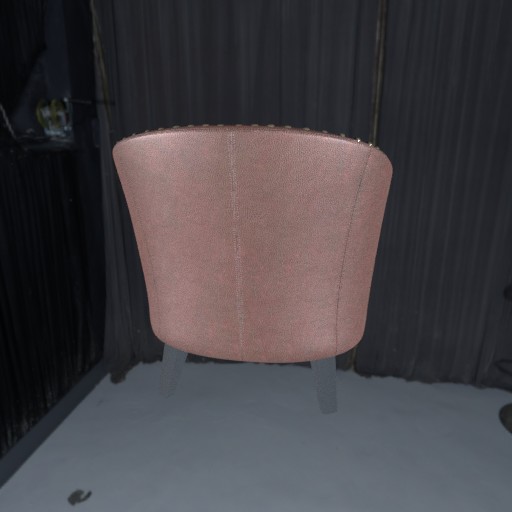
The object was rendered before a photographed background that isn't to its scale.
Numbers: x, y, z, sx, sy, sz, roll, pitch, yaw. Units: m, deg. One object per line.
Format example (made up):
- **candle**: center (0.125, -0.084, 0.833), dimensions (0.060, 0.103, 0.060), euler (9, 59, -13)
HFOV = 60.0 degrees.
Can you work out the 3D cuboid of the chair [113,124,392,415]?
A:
- **chair**: center (0.000, 0.000, 1.437), dimensions (0.794, 0.823, 0.748), euler (3, 17, 9)
